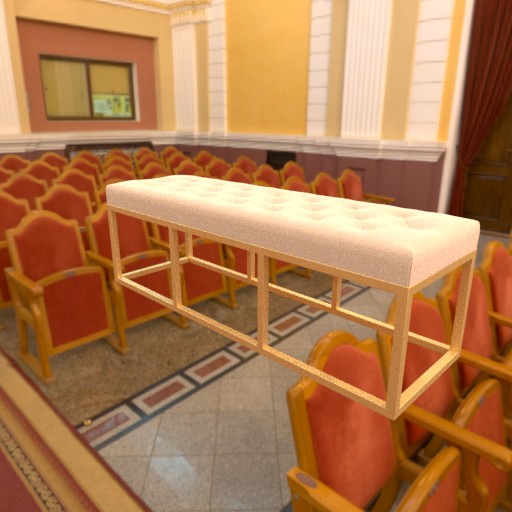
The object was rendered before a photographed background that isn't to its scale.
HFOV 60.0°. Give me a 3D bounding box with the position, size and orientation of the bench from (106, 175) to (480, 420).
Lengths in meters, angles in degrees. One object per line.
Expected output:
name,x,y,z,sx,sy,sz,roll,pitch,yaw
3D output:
bench,0.000,0.000,1.746,1.473,0.484,0.457,17,24,42
